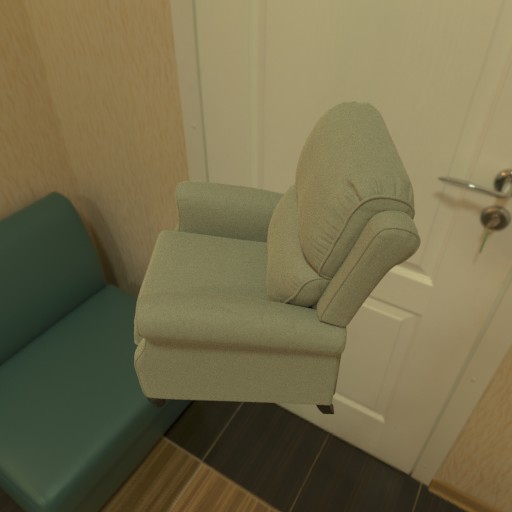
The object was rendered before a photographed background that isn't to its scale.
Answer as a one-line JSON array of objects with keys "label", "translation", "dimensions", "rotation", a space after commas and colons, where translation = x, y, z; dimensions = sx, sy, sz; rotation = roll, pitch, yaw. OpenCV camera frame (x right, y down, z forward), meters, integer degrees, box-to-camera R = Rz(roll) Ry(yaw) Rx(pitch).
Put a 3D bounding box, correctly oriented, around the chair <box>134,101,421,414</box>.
[{"label": "chair", "translation": [0.000, 0.000, 1.744], "dimensions": [0.919, 1.046, 0.859], "rotation": [1, 40, 2]}]
